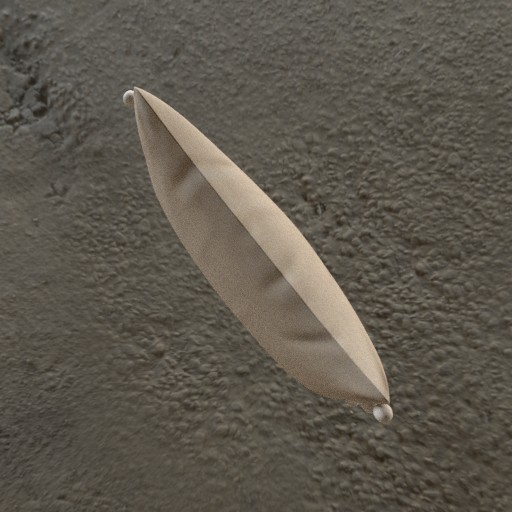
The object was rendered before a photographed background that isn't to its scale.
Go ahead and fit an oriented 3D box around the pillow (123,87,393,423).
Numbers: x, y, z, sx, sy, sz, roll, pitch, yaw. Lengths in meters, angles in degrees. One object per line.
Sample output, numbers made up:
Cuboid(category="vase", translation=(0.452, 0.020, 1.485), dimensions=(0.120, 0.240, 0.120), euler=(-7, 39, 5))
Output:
Cuboid(category="pillow", translation=(0.000, 0.000, 0.848), dimensions=(0.201, 0.322, 0.709), euler=(-37, 80, -8))
